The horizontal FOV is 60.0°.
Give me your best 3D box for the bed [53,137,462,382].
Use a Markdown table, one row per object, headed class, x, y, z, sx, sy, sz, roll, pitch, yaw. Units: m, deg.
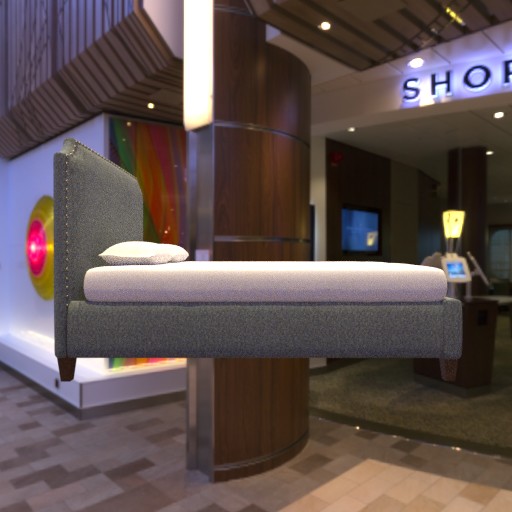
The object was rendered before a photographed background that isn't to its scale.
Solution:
| class | x | y | z | sx | sy | sz | roll | pitch | yaw |
| --- | --- | --- | --- | --- | --- | --- | --- | --- | --- |
| bed | 0.000 | 0.000 | 3.371 | 2.372 | 1.443 | 1.712 | 0 | 0 | 0 |
